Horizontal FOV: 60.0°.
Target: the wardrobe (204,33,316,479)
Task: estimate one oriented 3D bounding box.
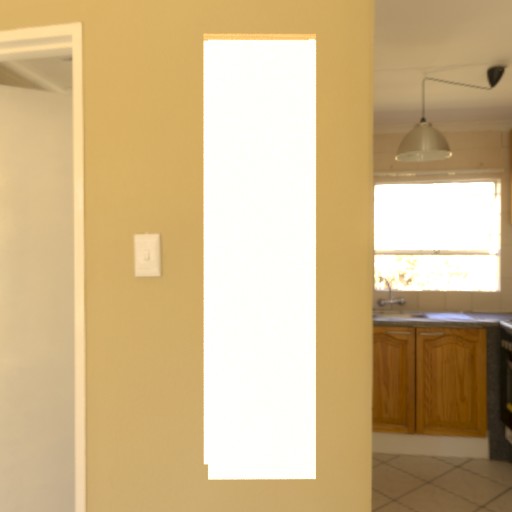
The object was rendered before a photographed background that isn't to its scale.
[{"bbox_3d":[0.000,0.000,3.330,0.590,2.260,2.160,0,0,0],"label":"wardrobe"}]
